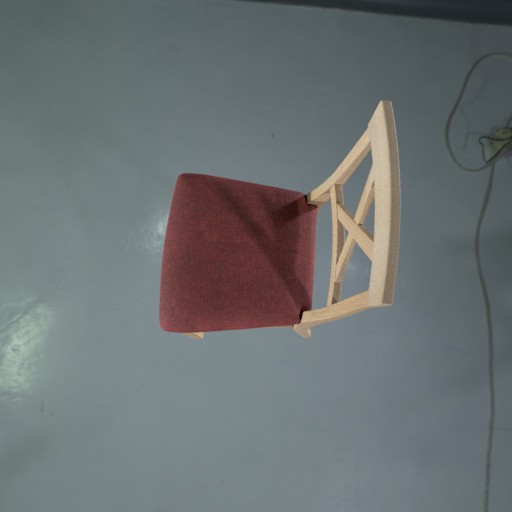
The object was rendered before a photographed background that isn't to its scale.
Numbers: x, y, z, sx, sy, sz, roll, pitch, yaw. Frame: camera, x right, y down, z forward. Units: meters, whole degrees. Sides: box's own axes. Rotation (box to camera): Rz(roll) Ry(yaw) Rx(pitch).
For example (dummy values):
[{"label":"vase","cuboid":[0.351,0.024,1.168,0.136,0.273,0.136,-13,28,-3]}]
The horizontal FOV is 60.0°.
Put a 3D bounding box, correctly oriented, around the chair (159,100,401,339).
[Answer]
[{"label":"chair","cuboid":[0.000,0.000,1.195,0.492,0.912,0.439,4,76,1]}]
